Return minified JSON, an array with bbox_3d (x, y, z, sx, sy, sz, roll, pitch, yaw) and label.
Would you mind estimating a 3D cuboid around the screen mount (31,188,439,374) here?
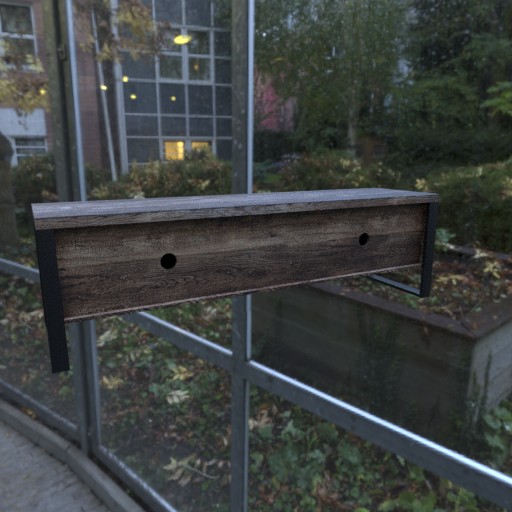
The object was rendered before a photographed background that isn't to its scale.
[{"bbox_3d":[0.000,0.000,1.735,1.524,0.450,0.395,-7,15,-27],"label":"screen mount"}]
